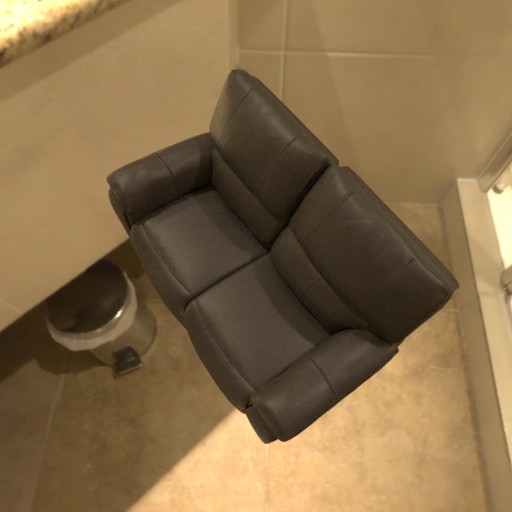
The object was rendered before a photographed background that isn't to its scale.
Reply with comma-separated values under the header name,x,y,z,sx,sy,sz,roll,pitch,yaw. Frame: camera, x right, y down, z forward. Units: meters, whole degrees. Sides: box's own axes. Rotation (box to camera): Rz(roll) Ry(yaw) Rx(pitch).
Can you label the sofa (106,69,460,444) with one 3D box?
name,x,y,z,sx,sy,sz,roll,pitch,yaw
sofa,0.000,0.000,2.492,1.104,1.111,1.765,-32,68,-15
